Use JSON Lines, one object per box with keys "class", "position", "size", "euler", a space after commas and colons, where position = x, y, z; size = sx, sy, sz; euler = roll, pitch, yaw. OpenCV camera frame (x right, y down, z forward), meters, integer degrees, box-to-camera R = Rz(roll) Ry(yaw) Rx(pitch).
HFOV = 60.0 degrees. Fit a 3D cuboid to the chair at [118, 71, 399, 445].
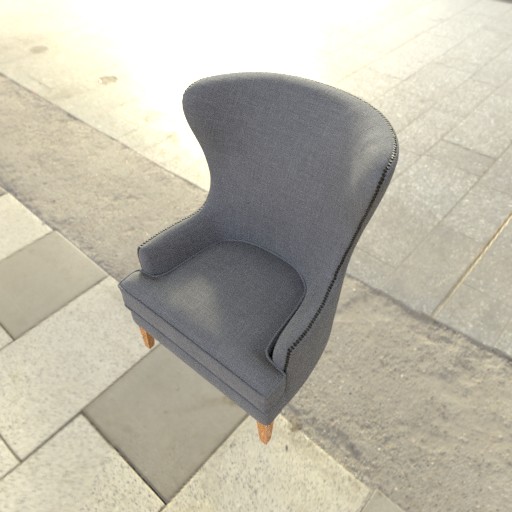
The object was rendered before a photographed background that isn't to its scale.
{"class": "chair", "position": [0.000, 0.000, 1.859], "size": [0.864, 1.176, 0.883], "euler": [31, 54, 26]}
